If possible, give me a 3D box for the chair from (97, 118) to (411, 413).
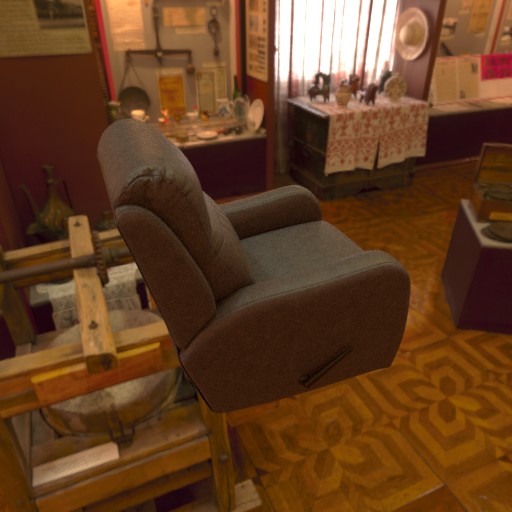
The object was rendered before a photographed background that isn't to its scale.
[{"bbox_3d":[0.000,0.000,1.825,1.067,1.067,0.865,-12,33,-18],"label":"chair"}]
